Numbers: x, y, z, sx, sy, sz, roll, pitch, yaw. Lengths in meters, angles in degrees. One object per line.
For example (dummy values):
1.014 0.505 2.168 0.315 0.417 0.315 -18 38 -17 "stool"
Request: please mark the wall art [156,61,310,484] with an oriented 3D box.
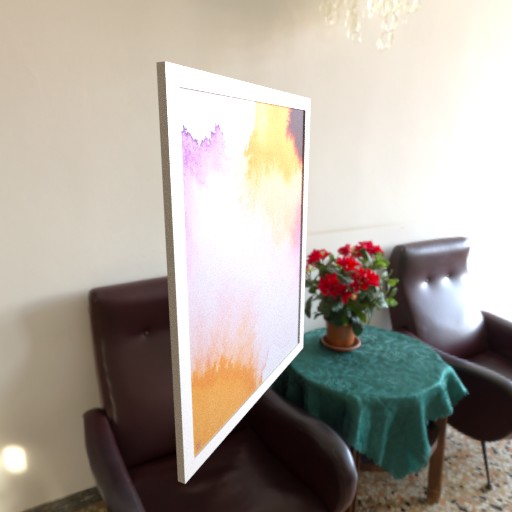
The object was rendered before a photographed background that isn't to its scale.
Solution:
0.000 0.000 0.772 0.012 0.557 0.482 7 16 25 "wall art"
